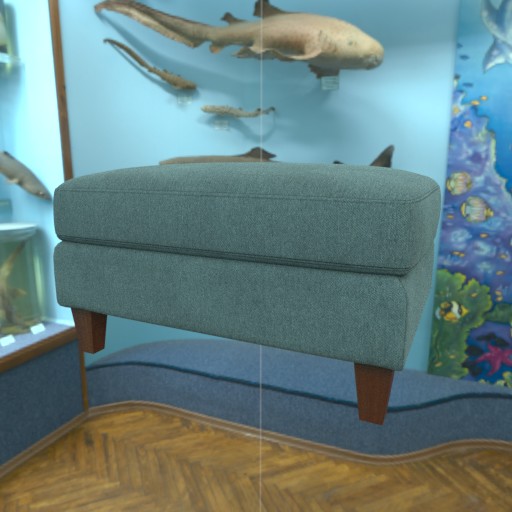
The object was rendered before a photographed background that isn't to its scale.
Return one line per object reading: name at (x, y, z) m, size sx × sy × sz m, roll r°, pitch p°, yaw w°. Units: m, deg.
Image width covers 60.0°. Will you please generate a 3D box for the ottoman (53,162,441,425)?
ottoman at (0.000, 0.000, 1.168) m, size 0.864 × 0.483 × 0.584 m, roll 6°, pitch 13°, yaw 25°
